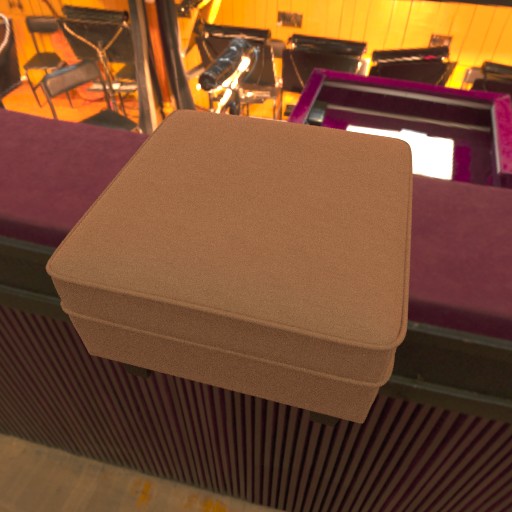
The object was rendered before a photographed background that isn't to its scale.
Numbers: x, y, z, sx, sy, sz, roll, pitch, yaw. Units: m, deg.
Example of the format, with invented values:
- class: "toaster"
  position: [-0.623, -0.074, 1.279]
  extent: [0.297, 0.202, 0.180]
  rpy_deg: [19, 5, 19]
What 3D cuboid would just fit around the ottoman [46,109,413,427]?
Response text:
- class: "ottoman"
  position: [0.000, 0.000, 1.021]
  extent: [0.616, 0.438, 0.613]
  rpy_deg: [11, 47, 11]
